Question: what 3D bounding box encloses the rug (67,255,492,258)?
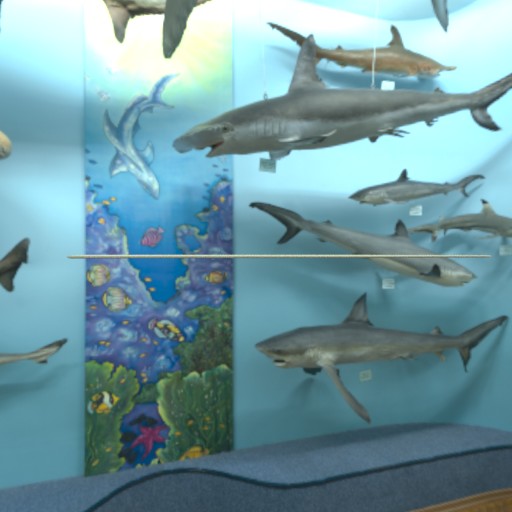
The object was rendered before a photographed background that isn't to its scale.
[{"bbox_3d":[0.000,0.000,4.119,3.039,0.018,2.462,0,0,-18],"label":"rug"}]
